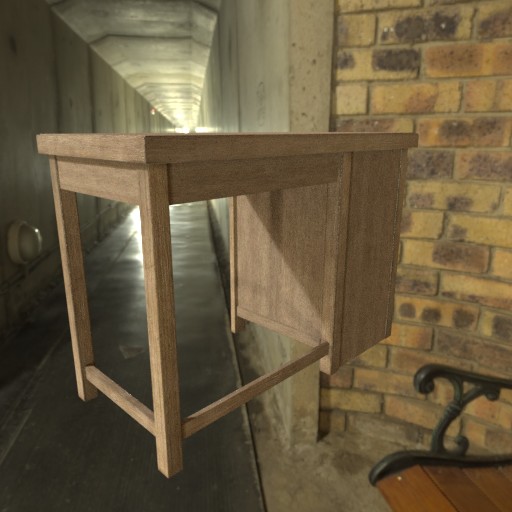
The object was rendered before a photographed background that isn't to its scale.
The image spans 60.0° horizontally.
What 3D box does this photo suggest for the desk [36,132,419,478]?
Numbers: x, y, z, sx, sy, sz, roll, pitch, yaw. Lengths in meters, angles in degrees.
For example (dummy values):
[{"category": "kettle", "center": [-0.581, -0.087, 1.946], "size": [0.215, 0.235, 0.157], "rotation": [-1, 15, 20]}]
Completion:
[{"category": "desk", "center": [0.000, 0.000, 1.707], "size": [0.610, 0.912, 1.289], "rotation": [15, 22, 42]}]
